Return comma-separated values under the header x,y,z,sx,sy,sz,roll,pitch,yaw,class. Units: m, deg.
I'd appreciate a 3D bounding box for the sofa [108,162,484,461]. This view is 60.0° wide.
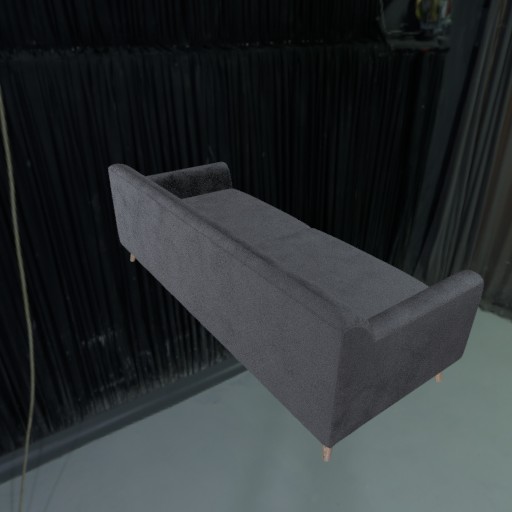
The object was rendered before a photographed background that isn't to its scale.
x,y,z,sx,sy,sz,roll,pitch,yaw,class
0.000,0.000,2.570,0.900,0.740,2.190,-19,33,-31,sofa
